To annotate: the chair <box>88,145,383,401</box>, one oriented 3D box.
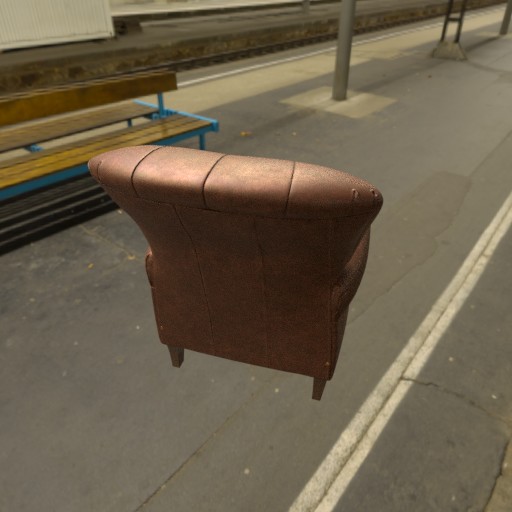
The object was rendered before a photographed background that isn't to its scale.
[{"bbox_3d":[0.000,0.000,1.953,0.979,1.162,1.031,9,34,14],"label":"chair"}]
